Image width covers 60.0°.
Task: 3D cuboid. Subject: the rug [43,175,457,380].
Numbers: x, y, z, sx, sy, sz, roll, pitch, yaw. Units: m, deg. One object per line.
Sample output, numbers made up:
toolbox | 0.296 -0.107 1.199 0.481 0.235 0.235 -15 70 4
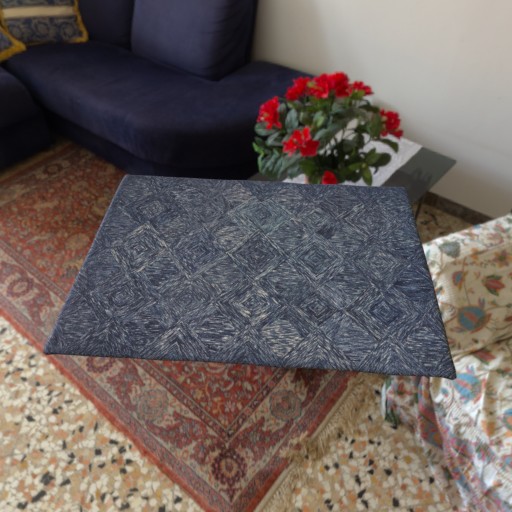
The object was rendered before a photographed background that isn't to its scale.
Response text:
rug | 0.000 0.000 4.246 3.245 0.024 2.385 3 46 3
